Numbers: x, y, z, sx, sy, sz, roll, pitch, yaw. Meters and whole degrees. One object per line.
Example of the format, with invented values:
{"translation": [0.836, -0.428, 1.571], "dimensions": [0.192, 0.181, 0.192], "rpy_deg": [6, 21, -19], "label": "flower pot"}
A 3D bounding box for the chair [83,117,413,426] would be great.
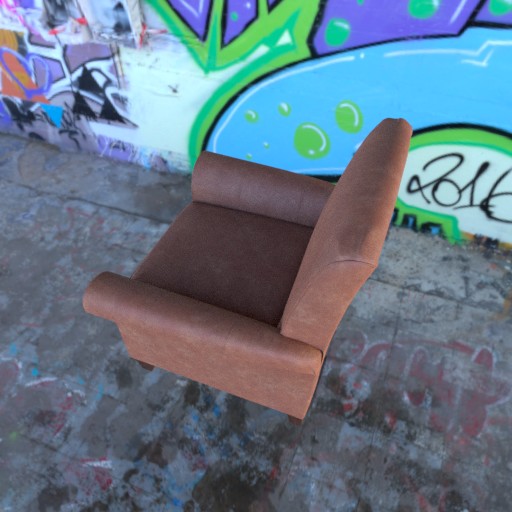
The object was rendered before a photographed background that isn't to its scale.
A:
{"translation": [0.000, 0.000, 1.737], "dimensions": [0.902, 1.061, 0.978], "rpy_deg": [15, 47, 14], "label": "chair"}
